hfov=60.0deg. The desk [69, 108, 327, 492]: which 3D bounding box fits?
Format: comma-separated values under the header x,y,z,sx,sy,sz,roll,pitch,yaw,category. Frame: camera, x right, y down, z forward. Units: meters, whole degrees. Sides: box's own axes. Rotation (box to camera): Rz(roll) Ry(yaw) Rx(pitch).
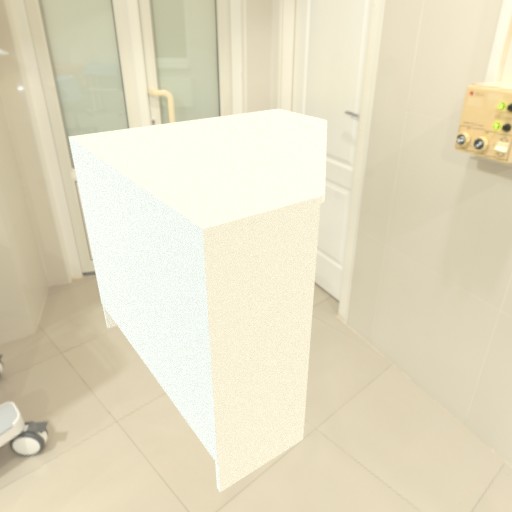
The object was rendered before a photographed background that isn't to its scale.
x,y,z,sx,sy,sz,roll,pitch,yaw,category
0.000,0.000,1.630,0.926,0.818,0.940,-19,33,-31,desk
